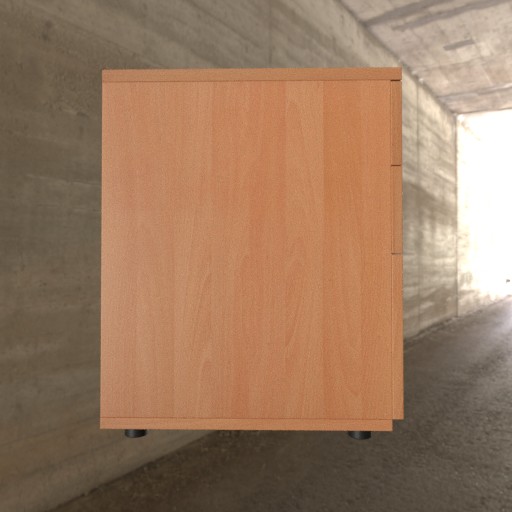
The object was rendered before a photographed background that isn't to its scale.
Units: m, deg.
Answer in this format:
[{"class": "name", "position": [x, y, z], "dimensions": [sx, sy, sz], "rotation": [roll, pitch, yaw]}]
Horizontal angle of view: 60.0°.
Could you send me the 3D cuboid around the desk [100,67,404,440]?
[{"class": "desk", "position": [0.000, 0.000, 1.065], "dimensions": [0.600, 0.730, 0.404], "rotation": [0, -1, 1]}]
